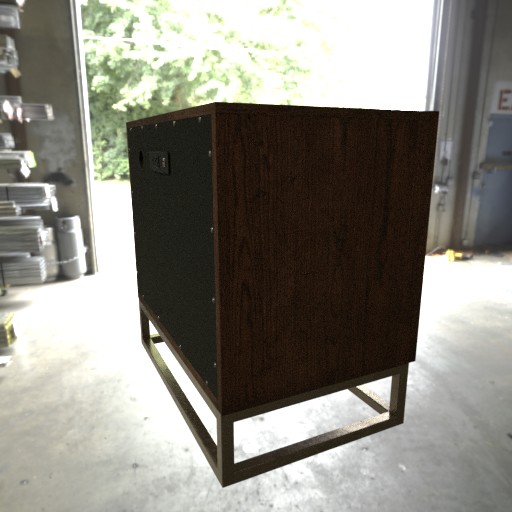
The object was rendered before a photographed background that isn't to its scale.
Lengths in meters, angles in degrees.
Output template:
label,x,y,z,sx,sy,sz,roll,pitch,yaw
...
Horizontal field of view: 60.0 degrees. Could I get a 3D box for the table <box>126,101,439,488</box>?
label,x,y,z,sx,sy,sz,roll,pitch,yaw
table,0.000,0.000,1.251,0.542,0.746,0.767,-7,16,-25
